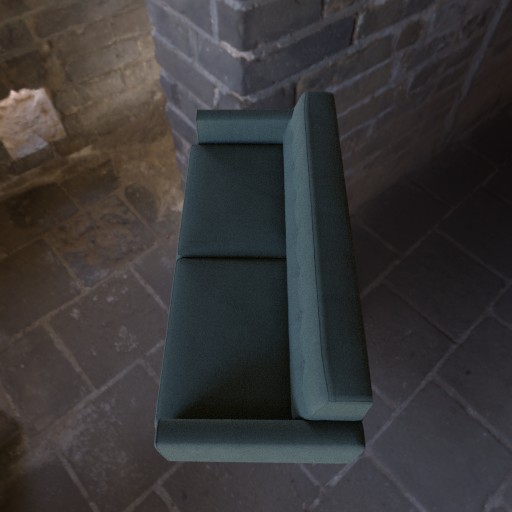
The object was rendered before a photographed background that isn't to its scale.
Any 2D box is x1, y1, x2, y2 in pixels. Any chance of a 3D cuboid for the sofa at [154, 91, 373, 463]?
[{"bbox_3d":[0.000,0.000,2.436,0.909,0.841,2.029,1,57,0],"label":"sofa"}]
